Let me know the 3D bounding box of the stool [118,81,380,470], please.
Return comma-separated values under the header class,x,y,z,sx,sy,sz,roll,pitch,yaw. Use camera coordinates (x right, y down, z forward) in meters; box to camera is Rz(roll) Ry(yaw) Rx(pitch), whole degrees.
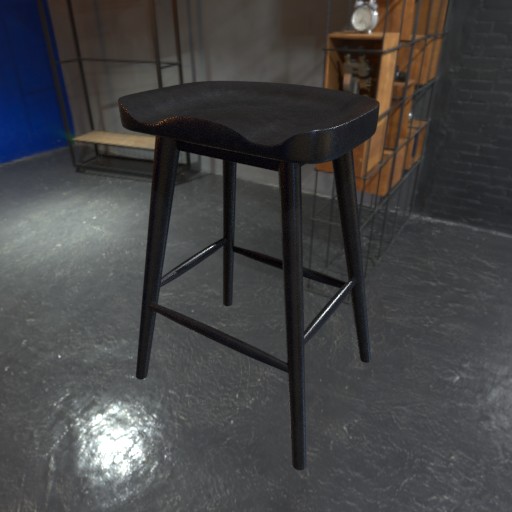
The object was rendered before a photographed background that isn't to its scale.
class,x,y,z,sx,sy,sz,roll,pitch,yaw
stool,0.000,0.000,0.896,0.440,0.615,0.361,18,35,28
